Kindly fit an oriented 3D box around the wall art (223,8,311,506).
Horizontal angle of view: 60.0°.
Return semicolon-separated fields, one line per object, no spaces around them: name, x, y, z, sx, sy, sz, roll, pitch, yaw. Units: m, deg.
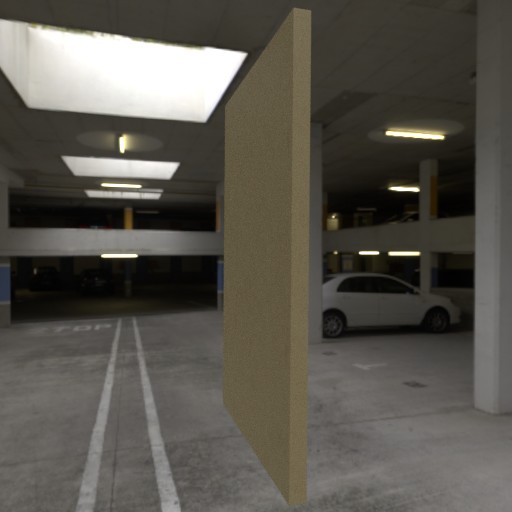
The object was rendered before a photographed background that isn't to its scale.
wall art;0.000;0.000;0.968;0.039;0.810;0.510;0;1;-17
